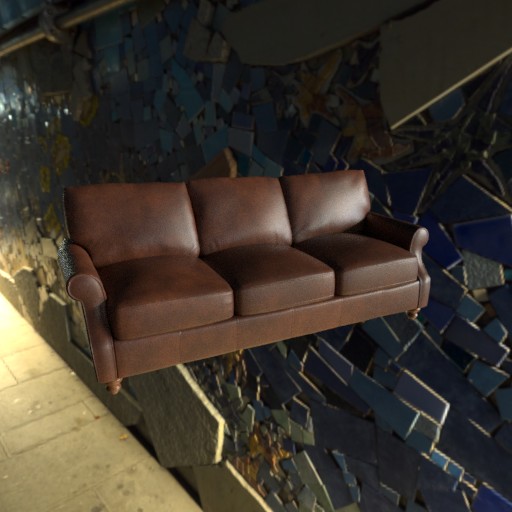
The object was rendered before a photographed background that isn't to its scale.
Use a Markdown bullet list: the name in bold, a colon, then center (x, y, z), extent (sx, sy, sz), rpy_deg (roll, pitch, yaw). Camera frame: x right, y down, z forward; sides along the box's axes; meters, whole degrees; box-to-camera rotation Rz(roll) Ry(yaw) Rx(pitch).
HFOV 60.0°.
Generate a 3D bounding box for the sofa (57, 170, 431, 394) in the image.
- **sofa**: center (0.000, 0.000, 2.895), extent (2.351, 0.977, 0.973), rpy_deg (-8, 19, -25)
